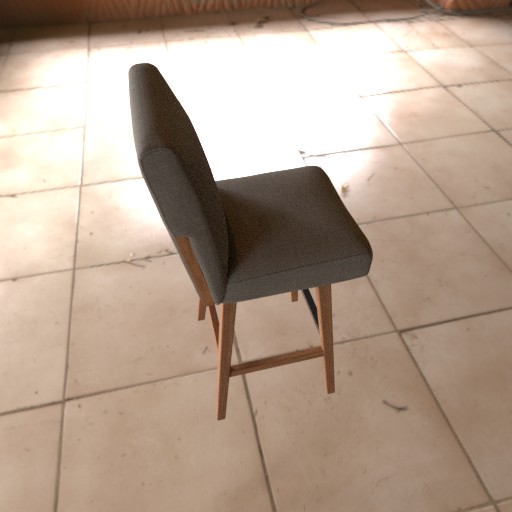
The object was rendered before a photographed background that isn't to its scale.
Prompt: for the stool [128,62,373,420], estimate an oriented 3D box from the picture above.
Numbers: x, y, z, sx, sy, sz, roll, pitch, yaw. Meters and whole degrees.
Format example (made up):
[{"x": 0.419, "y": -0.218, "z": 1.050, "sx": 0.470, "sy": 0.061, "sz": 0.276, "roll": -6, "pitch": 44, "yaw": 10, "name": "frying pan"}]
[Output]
[{"x": 0.000, "y": 0.000, "z": 1.393, "sx": 0.570, "sy": 1.112, "sz": 0.483, "roll": -10, "pitch": 46, "yaw": -10, "name": "stool"}]
